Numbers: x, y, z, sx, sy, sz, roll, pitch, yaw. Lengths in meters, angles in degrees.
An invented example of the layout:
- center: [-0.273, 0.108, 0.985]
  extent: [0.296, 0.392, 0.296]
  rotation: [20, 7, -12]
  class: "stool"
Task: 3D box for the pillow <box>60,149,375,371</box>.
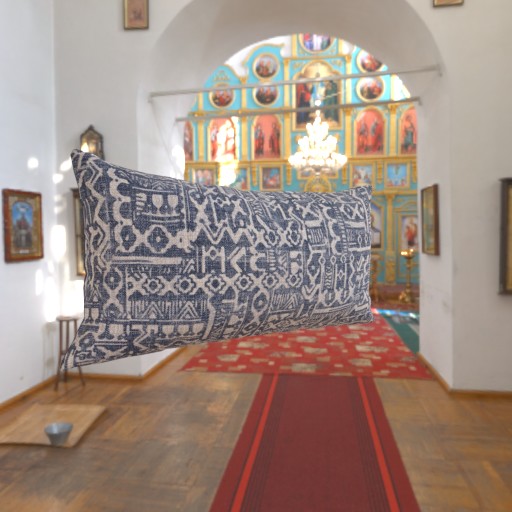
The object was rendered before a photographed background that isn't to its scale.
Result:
- center: [0.000, 0.000, 0.758]
  extent: [0.631, 0.292, 0.148]
  rotation: [-1, 1, -37]
  class: "pillow"
